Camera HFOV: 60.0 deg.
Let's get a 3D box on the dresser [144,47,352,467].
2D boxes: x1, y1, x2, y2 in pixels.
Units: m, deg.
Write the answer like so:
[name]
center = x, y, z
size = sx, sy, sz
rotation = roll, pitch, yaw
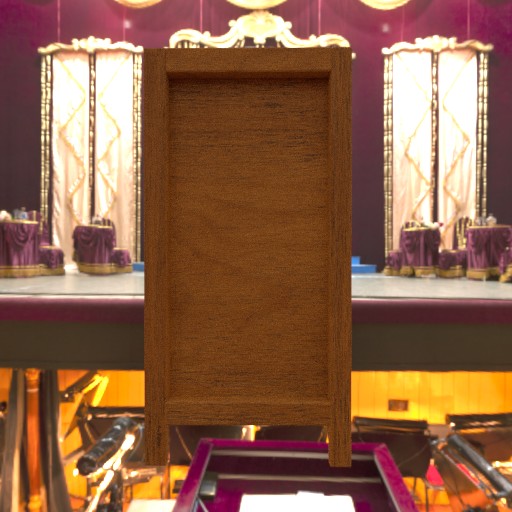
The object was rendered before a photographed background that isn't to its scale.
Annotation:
[dresser]
center = 0.000, 0.000, 1.249
size = 0.427, 0.804, 0.804
rotation = 0, 0, 1
